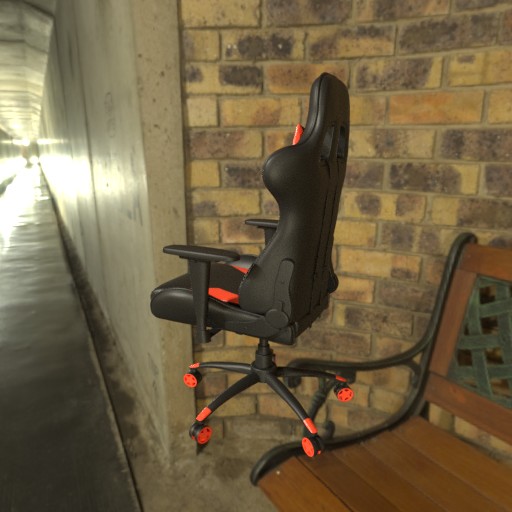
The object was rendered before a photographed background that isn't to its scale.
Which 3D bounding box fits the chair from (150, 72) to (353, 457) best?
[{"bbox_3d":[0.000,0.000,1.715,0.730,1.282,0.695,7,16,26],"label":"chair"}]
